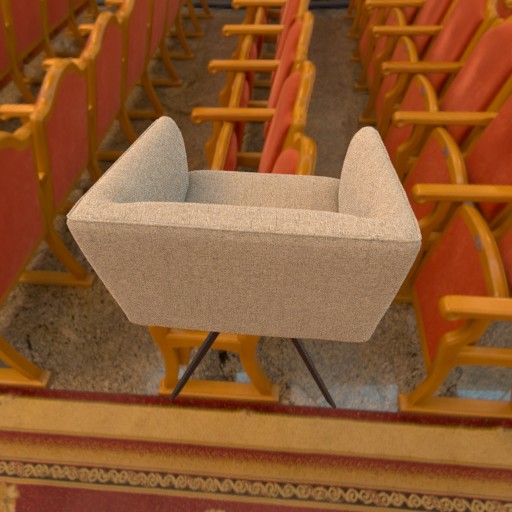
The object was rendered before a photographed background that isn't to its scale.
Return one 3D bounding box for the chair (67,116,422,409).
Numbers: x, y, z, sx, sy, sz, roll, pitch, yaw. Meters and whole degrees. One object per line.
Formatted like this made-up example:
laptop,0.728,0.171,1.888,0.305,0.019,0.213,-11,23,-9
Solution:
chair,0.000,0.000,1.224,0.628,0.760,0.623,4,46,4
